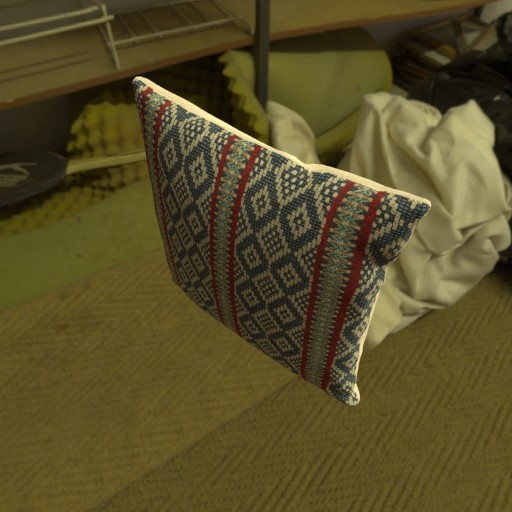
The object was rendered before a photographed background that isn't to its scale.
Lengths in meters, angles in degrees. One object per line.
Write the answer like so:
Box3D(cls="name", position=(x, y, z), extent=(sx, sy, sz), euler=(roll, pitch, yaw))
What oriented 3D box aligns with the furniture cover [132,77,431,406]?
Box3D(cls="furniture cover", position=(0.000, 0.000, 0.669), extent=(0.431, 0.431, 0.139), euler=(30, 54, 26))
